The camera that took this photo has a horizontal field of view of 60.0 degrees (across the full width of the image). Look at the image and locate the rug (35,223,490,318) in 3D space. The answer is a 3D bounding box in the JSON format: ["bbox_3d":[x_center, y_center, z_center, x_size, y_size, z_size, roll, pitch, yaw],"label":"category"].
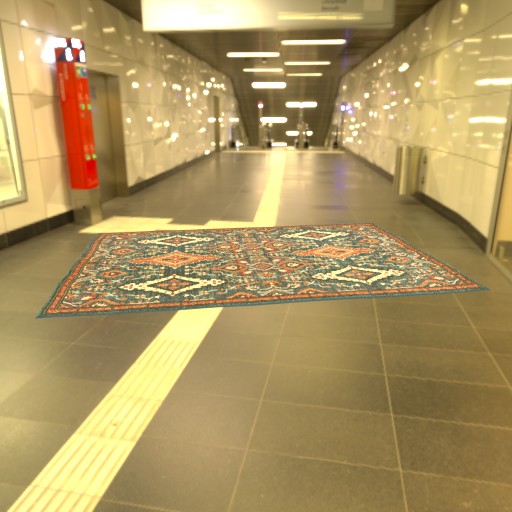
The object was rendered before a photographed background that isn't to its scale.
[{"bbox_3d":[0.000,0.000,3.006,2.373,0.009,1.622,-3,18,-8],"label":"rug"}]
